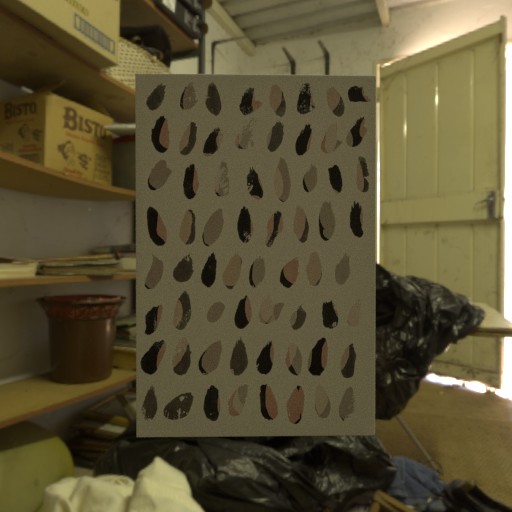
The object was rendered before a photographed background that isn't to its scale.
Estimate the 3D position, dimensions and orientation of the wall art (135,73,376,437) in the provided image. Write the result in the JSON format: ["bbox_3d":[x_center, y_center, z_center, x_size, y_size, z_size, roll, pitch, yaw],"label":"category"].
[{"bbox_3d":[0.000,0.000,0.486,0.252,0.381,0.039,0,1,-1],"label":"wall art"}]
